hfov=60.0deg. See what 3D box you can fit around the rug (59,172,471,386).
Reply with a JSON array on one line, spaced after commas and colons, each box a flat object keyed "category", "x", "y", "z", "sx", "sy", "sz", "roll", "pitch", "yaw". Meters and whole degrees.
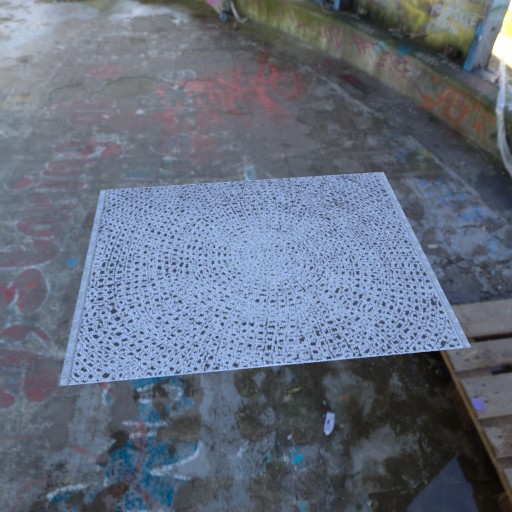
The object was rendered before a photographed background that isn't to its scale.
[{"category": "rug", "x": 0.000, "y": 0.000, "z": 2.149, "sx": 1.634, "sy": 0.003, "sz": 1.190, "roll": -4, "pitch": 47, "yaw": -4}]
